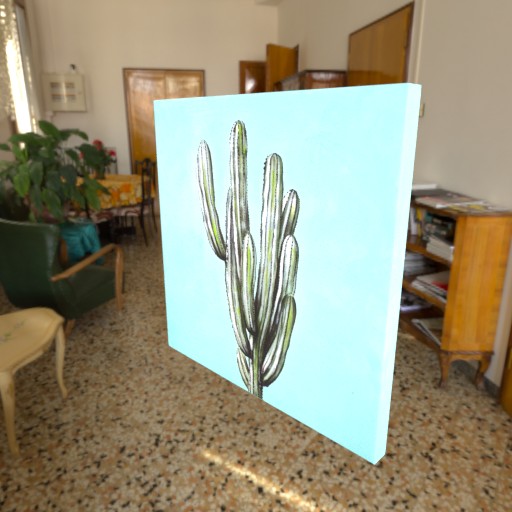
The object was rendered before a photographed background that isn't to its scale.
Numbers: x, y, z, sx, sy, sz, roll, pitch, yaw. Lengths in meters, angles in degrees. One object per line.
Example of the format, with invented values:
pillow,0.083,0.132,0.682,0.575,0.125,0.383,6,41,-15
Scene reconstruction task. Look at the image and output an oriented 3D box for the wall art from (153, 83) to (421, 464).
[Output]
wall art,0.000,0.000,1.115,0.765,0.766,0.054,15,22,42
